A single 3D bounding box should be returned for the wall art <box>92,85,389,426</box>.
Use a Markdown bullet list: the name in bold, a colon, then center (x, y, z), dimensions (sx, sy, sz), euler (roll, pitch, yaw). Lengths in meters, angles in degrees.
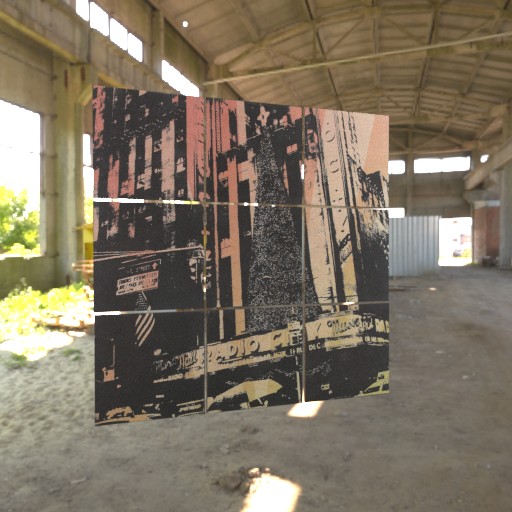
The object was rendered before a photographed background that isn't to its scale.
- **wall art**: center (0.000, 0.000, 1.332), dimensions (0.919, 0.917, 0.010), euler (0, 1, -17)
